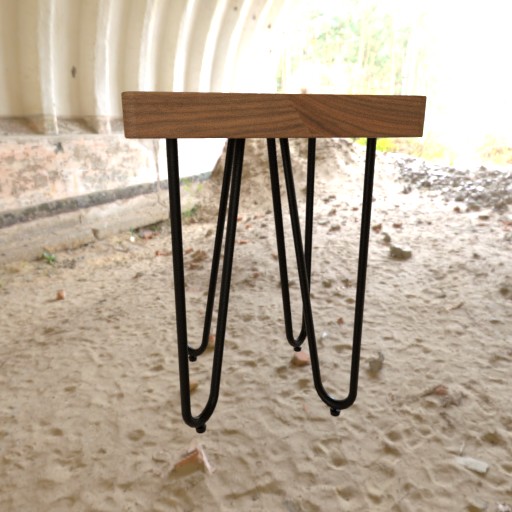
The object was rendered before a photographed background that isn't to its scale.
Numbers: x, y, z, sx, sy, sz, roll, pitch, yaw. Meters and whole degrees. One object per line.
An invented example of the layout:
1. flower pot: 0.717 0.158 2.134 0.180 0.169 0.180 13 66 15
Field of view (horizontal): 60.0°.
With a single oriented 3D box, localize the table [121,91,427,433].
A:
1. table: 0.000 0.000 0.976 0.480 0.641 0.479 -3 16 -11
